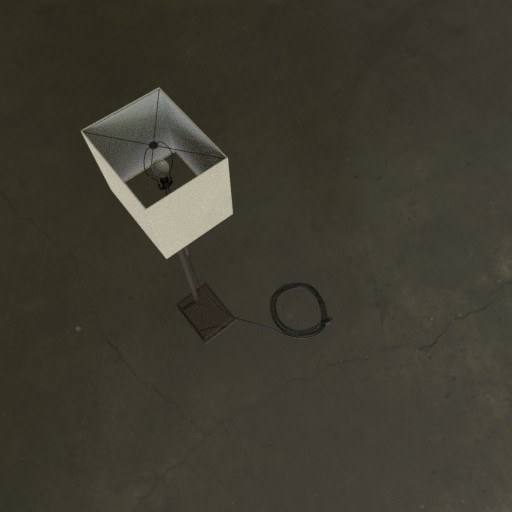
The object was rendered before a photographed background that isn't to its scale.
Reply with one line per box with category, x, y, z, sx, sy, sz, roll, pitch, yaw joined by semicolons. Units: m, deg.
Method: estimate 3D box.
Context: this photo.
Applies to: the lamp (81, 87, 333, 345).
lamp;0.000;0.000;2.021;0.774;1.600;0.698;-36;69;-16
